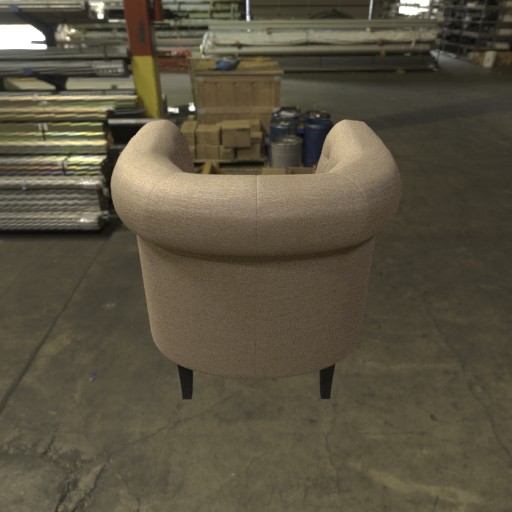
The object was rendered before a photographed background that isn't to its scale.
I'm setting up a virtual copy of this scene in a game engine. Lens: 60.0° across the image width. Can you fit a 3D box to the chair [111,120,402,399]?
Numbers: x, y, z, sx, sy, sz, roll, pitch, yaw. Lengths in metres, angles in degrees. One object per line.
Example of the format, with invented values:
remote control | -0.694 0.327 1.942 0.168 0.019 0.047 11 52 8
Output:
chair | 0.000 0.000 1.579 0.905 0.827 0.852 0 30 0
